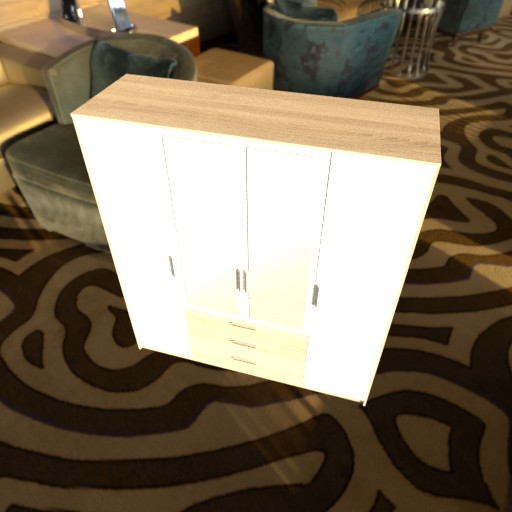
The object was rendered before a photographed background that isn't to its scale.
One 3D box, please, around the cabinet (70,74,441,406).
[{"bbox_3d":[0.000,0.000,3.044,1.870,2.060,0.620,11,43,12],"label":"cabinet"}]
